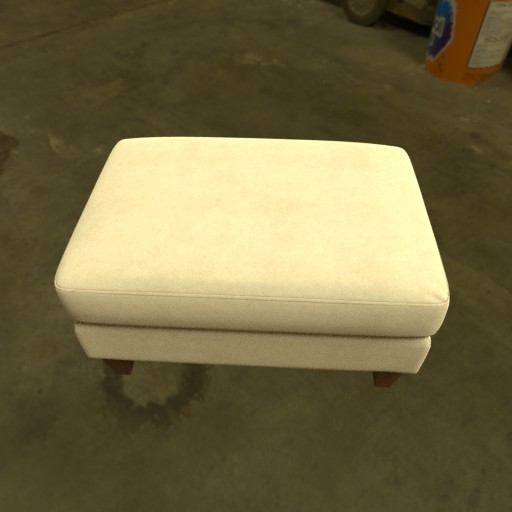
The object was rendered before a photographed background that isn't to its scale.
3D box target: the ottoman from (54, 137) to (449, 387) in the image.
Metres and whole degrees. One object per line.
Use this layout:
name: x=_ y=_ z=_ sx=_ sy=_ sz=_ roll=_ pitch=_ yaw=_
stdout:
ottoman: x=0.000 y=0.000 z=1.233 sx=0.864 sy=0.483 sz=0.584 roll=2 pitch=48 yaw=2
